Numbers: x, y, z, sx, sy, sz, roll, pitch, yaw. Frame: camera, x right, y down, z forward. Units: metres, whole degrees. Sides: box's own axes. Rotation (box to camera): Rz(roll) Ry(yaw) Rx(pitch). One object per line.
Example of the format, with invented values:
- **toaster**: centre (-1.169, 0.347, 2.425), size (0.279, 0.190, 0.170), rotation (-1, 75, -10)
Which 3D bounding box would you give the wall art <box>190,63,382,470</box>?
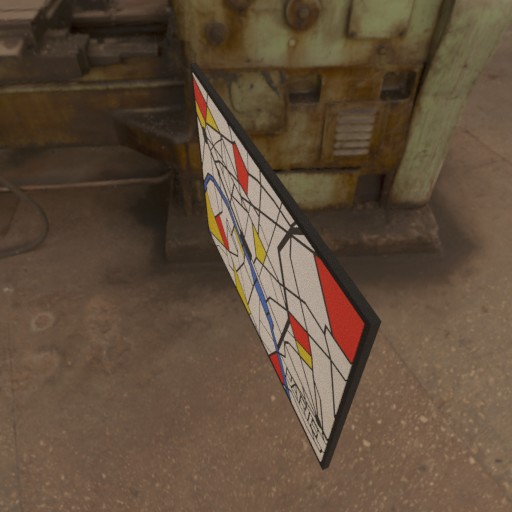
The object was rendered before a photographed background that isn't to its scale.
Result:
- **wall art**: centre (0.000, 0.000, 0.836), size (0.013, 0.458, 0.664), rotation (-17, 49, -15)
